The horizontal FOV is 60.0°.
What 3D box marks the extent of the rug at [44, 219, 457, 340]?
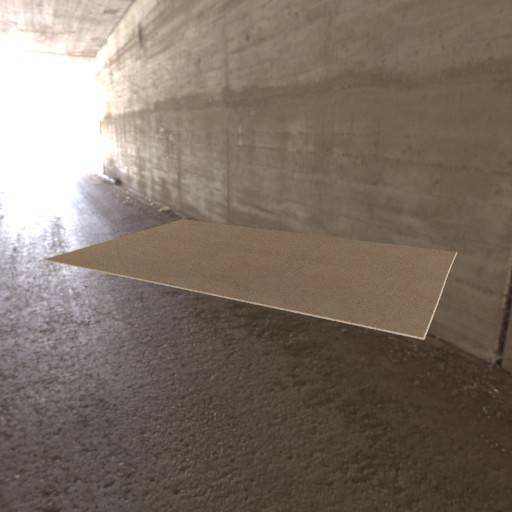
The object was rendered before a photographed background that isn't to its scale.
[{"bbox_3d":[0.000,0.000,3.073,2.440,0.008,1.524,9,18,27],"label":"rug"}]
